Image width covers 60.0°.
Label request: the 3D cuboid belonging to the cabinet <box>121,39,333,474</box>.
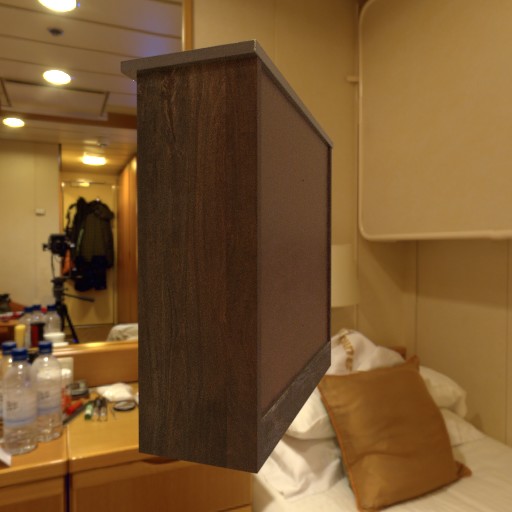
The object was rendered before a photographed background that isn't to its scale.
[{"bbox_3d":[0.000,0.000,1.438,0.338,0.919,0.968,0,1,19],"label":"cabinet"}]
